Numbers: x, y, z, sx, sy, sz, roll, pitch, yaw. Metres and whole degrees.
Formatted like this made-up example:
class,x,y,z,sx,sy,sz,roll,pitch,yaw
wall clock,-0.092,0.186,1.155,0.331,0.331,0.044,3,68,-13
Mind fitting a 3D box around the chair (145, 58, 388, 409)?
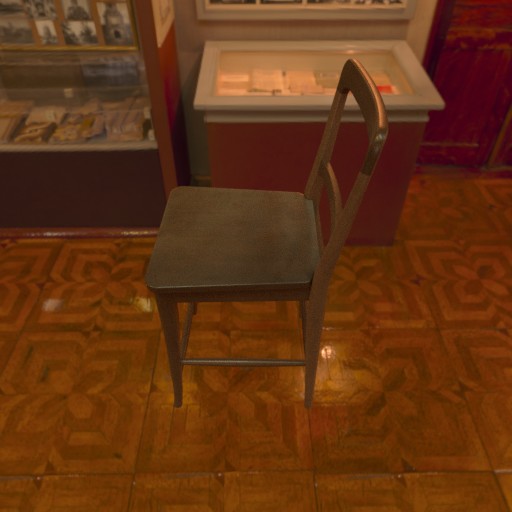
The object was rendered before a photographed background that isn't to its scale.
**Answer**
class,x,y,z,sx,sy,sz,roll,pitch,yaw
chair,0.000,0.000,1.300,0.546,0.991,0.450,1,42,1
